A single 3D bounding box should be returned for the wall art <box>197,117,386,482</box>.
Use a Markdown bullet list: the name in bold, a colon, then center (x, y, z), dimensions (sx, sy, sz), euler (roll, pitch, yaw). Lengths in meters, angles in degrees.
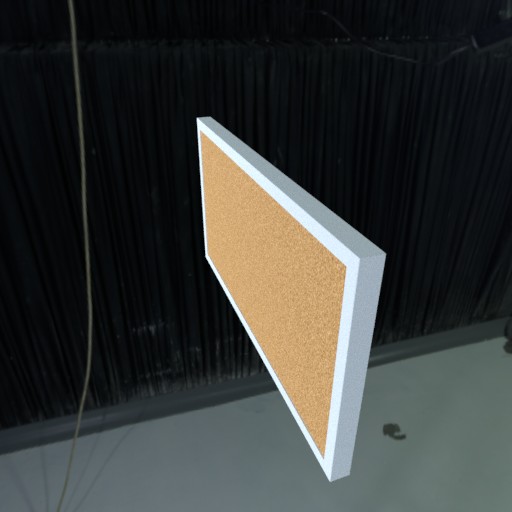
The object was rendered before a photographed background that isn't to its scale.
- **wall art**: center (0.000, 0.000, 0.972), dimensions (0.038, 0.431, 0.812), euler (-10, 31, -18)
